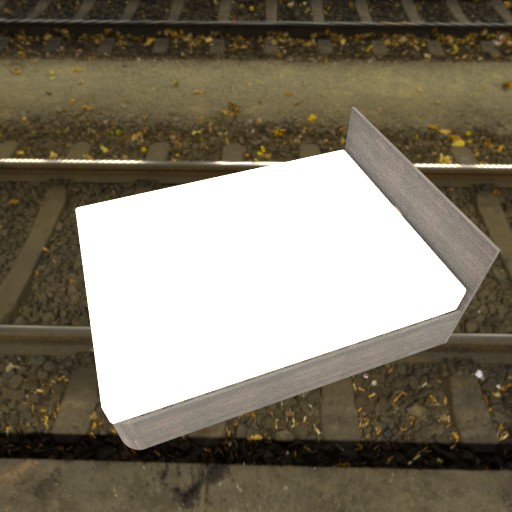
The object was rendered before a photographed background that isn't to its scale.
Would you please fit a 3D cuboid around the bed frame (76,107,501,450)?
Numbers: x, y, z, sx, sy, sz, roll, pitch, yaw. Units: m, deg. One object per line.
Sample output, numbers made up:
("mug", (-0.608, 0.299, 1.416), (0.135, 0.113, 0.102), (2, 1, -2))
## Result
("bed frame", (0.000, 0.000, 2.569), (1.900, 0.800, 1.400), (-15, 49, -13))
